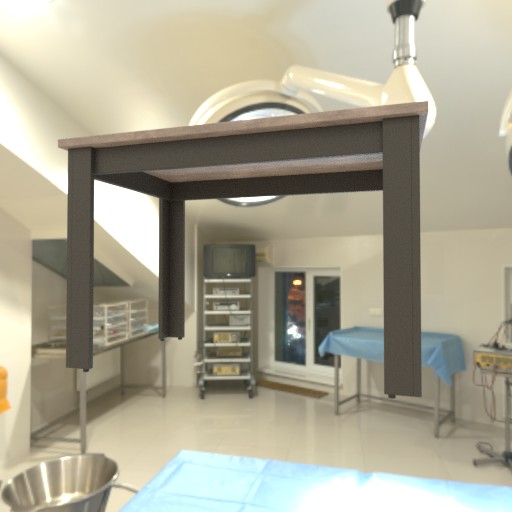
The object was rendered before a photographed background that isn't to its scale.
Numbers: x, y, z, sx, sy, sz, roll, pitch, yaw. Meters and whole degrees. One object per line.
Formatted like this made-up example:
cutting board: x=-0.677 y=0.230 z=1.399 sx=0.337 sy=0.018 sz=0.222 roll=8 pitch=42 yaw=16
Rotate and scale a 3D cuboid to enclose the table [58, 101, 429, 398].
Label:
table: x=0.000 y=0.000 z=1.568 sx=1.100 sy=0.734 sz=0.700 roll=0 pitch=-1 yaw=17
